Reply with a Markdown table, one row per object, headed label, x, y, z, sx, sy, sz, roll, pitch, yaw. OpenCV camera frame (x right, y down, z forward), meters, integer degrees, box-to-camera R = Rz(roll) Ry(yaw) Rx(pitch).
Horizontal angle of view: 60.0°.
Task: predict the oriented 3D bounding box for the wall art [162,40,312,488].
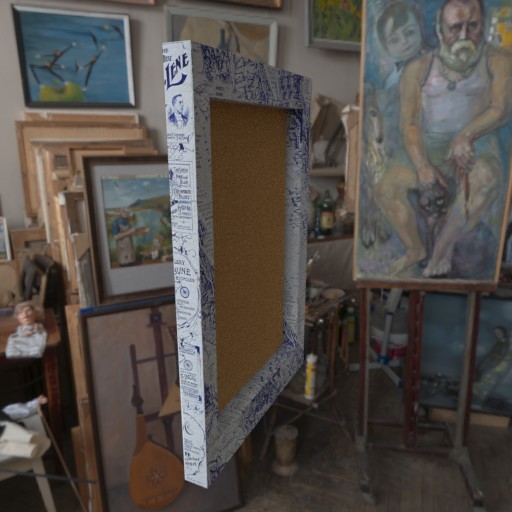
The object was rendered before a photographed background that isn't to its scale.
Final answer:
| label | x | y | z | sx | sy | sz | roll | pitch | yaw |
| --- | --- | --- | --- | --- | --- | --- | --- | --- | --- |
| wall art | 0.000 | 0.000 | 0.471 | 0.025 | 0.376 | 0.255 | 7 | 17 | 25 |
